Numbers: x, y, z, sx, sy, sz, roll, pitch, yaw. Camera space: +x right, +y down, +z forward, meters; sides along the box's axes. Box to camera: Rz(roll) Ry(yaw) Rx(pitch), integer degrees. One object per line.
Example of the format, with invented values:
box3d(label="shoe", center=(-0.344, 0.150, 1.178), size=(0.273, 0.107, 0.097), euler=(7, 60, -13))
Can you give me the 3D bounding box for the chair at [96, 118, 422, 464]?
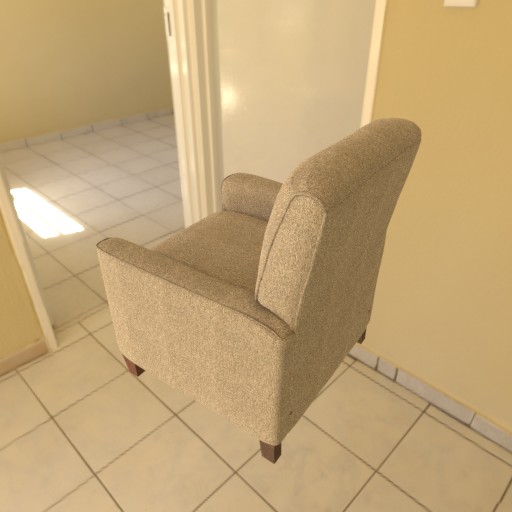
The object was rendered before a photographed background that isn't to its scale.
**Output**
box3d(label="chair", center=(0.000, 0.000, 1.641), size=(0.858, 1.028, 0.841), euler=(21, 38, 29))
